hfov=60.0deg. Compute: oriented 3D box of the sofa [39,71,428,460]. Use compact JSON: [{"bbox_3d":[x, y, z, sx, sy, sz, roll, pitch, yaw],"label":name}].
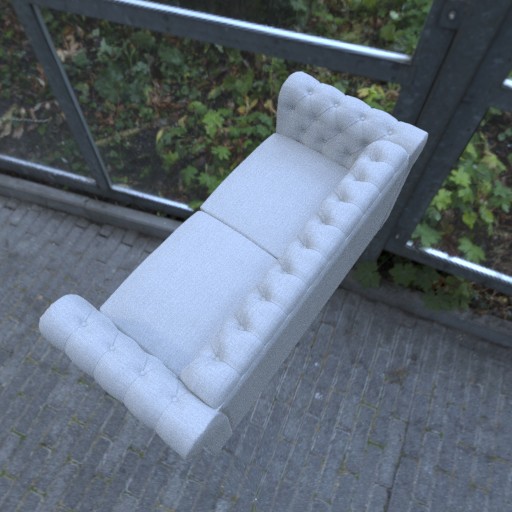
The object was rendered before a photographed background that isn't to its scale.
[{"bbox_3d":[0.000,0.000,2.203,0.783,0.797,1.798,33,66,17],"label":"sofa"}]
